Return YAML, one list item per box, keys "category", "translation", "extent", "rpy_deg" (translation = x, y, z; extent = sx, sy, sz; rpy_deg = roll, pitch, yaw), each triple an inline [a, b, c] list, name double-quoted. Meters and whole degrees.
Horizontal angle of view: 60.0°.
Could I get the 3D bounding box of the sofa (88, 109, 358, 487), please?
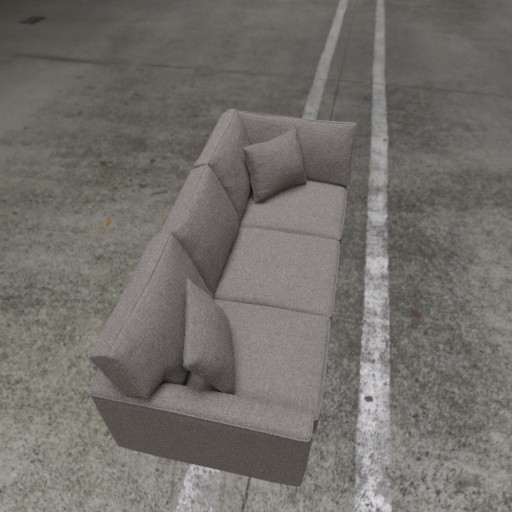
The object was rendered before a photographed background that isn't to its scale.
- category: "sofa"
  translation: [0.000, 0.000, 2.793]
  extent: [1.061, 0.962, 2.317]
  rpy_deg: [8, 46, 8]
